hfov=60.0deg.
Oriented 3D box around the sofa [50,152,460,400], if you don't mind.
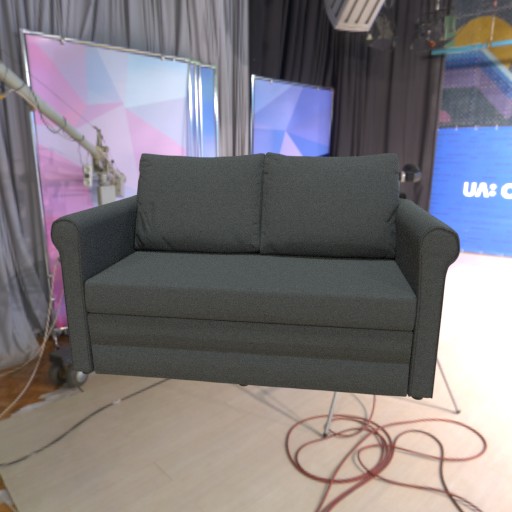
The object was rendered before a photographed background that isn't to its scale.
[{"bbox_3d":[0.000,0.000,1.931,1.460,0.872,0.741,2,14,8],"label":"sofa"}]
